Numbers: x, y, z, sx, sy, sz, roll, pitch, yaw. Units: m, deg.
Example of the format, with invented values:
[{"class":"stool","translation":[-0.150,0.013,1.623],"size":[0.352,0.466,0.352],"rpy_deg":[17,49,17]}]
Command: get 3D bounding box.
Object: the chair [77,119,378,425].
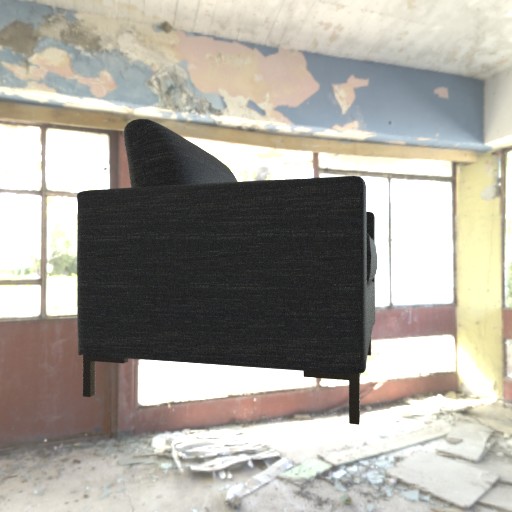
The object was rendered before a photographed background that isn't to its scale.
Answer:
[{"class":"chair","translation":[0.000,0.000,1.652],"size":[0.866,0.861,0.963],"rpy_deg":[0,-1,16]}]
